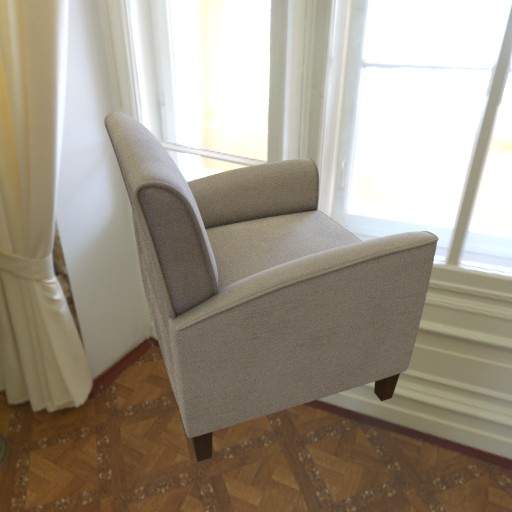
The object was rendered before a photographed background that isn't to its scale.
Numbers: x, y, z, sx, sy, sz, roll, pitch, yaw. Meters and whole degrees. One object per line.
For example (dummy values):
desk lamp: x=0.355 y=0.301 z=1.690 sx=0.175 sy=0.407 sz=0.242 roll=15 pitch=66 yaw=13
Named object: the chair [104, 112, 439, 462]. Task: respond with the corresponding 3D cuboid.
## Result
chair: x=0.000 y=0.000 z=1.533 sx=0.821 sy=0.915 sz=0.820 roll=-11 pitch=31 yaw=-18
